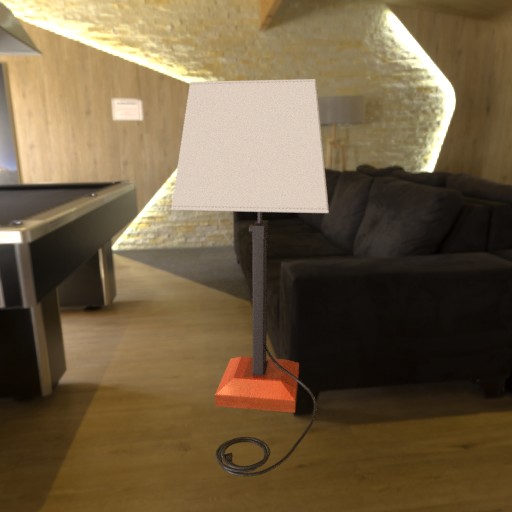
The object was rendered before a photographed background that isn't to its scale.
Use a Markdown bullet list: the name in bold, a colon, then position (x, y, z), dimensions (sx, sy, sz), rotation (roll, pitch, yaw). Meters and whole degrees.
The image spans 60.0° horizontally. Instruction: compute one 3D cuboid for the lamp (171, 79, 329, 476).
- **lamp**: position (0.000, 0.000, 0.988), dimensions (0.310, 0.737, 0.498), rotation (2, 14, 8)
